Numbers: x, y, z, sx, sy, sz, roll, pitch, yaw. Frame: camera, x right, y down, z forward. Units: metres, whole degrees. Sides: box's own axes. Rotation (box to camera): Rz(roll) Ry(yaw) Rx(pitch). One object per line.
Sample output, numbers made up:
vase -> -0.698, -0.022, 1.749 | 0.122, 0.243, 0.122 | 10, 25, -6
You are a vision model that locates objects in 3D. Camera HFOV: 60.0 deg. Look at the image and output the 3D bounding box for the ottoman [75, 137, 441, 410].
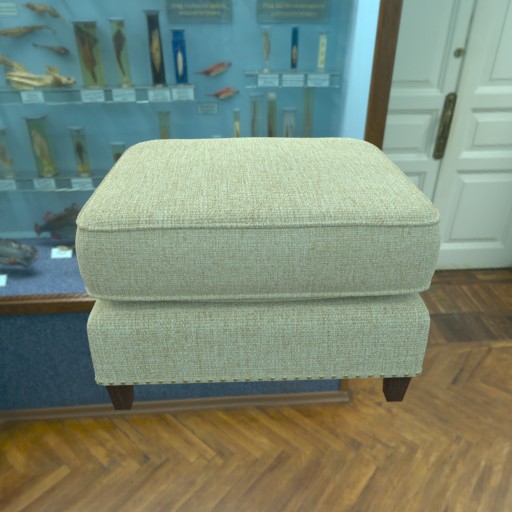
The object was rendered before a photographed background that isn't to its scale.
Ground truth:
ottoman -> 0.000, 0.000, 1.150 | 0.738, 0.537, 0.589 | -1, 30, -2
